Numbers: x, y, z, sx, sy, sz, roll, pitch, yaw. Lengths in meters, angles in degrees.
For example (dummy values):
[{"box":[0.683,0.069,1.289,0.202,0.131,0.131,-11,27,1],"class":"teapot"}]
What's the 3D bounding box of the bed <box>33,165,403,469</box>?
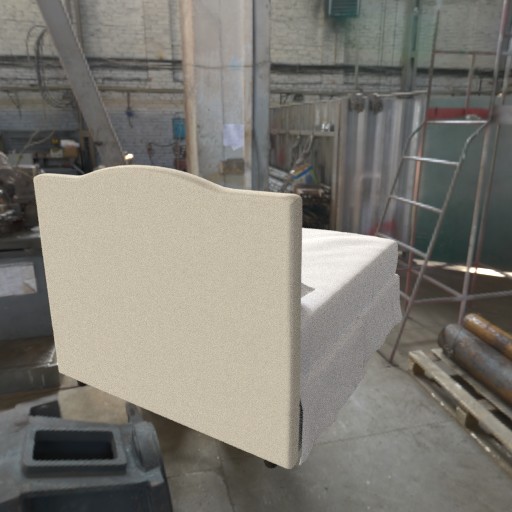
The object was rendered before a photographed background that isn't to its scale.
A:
[{"box":[0.000,0.000,3.217,1.741,1.449,2.196,10,19,29],"class":"bed"}]
